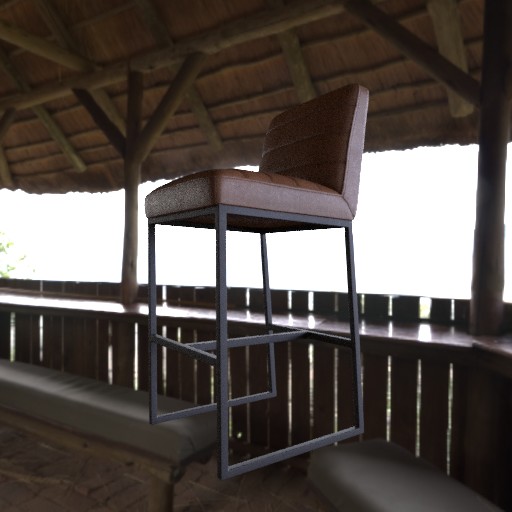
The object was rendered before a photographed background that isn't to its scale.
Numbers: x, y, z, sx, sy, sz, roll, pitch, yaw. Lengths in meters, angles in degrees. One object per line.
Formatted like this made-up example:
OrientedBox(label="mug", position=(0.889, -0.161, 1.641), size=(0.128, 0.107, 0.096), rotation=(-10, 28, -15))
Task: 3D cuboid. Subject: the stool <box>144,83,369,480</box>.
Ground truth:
OrientedBox(label="stool", position=(0.000, 0.000, 1.348), size=(0.556, 1.040, 0.458), rotation=(0, 0, -35))
